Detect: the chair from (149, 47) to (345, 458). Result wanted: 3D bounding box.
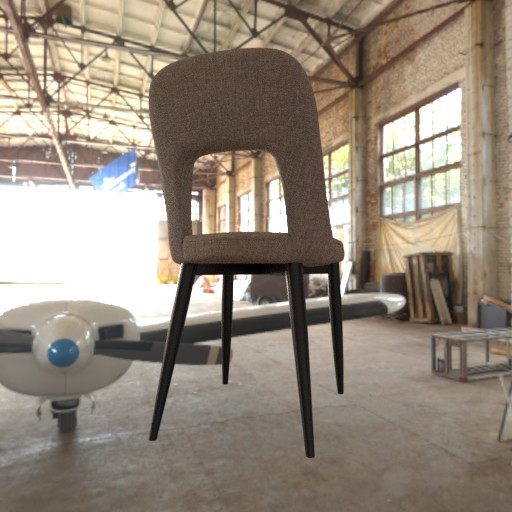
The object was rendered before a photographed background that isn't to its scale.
[{"bbox_3d":[0.000,0.000,1.280,0.470,0.931,0.612,0,-1,17],"label":"chair"}]
